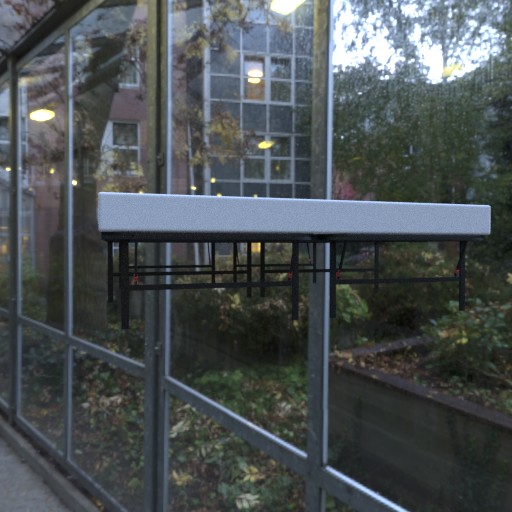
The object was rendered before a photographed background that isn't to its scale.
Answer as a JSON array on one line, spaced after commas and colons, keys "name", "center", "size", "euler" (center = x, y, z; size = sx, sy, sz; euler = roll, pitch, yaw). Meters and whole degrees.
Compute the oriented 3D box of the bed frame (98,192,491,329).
[{"name": "bed frame", "center": [0.000, 0.000, 2.996], "size": [1.930, 0.559, 2.032], "euler": [0, 1, -17]}]
